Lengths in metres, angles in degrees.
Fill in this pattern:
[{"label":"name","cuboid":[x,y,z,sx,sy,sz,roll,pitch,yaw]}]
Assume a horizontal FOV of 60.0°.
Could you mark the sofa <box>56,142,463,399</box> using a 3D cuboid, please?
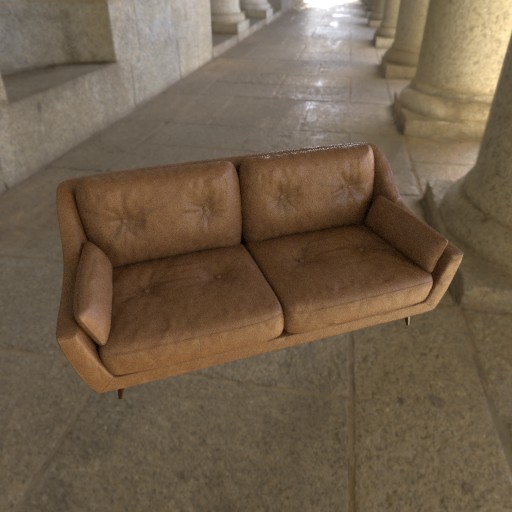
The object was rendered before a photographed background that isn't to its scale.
[{"label":"sofa","cuboid":[0.000,0.000,2.322,1.902,0.839,0.904,-11,35,-16]}]
